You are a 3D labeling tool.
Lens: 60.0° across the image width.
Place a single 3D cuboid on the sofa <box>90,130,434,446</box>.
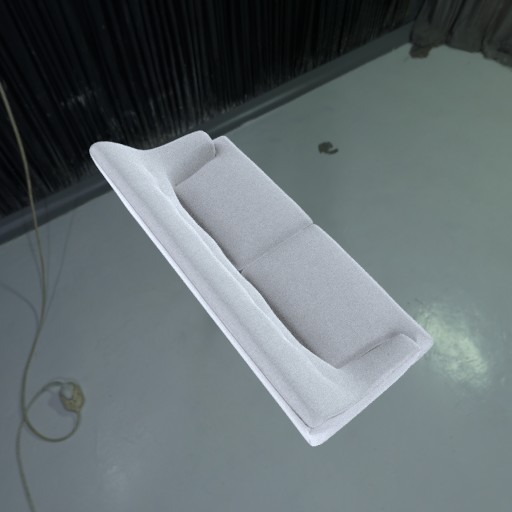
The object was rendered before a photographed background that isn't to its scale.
[{"bbox_3d":[0.000,0.000,2.669,0.978,0.871,2.057,-33,64,-19],"label":"sofa"}]
